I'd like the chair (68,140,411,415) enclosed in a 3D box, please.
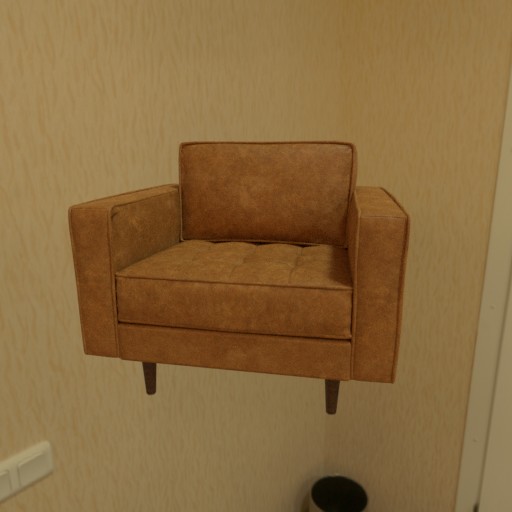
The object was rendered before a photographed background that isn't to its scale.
[{"bbox_3d":[0.000,0.000,1.517,0.928,0.767,0.798,3,14,11],"label":"chair"}]
